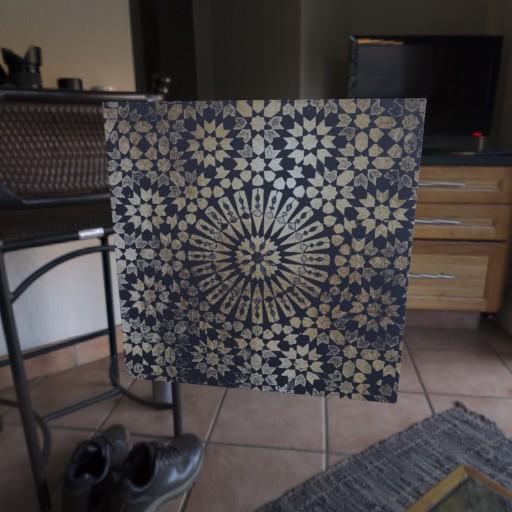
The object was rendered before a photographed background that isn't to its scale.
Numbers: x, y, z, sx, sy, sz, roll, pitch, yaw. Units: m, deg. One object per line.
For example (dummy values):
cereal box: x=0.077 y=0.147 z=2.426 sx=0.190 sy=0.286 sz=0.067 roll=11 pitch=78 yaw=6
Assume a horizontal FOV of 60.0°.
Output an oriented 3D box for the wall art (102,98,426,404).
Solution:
wall art: x=0.000 y=0.000 z=0.924 sx=0.612 sy=0.612 sz=0.038 roll=3 pitch=16 yaw=9
